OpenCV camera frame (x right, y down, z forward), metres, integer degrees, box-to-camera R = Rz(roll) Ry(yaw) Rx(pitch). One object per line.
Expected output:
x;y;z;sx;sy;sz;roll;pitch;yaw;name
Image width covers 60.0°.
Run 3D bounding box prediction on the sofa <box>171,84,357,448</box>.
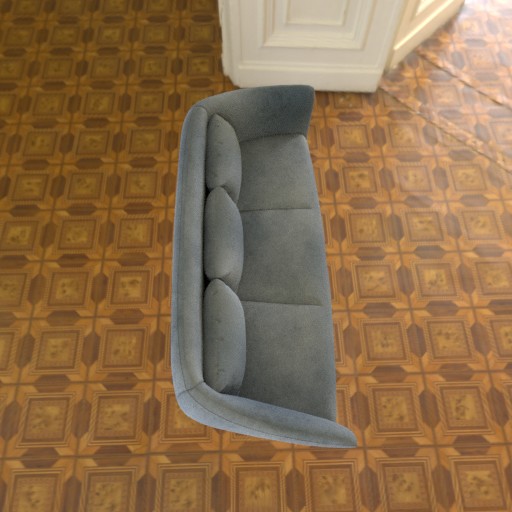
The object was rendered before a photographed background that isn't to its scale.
0.000;0.000;2.583;0.849;0.795;2.095;-2;65;-1;sofa
